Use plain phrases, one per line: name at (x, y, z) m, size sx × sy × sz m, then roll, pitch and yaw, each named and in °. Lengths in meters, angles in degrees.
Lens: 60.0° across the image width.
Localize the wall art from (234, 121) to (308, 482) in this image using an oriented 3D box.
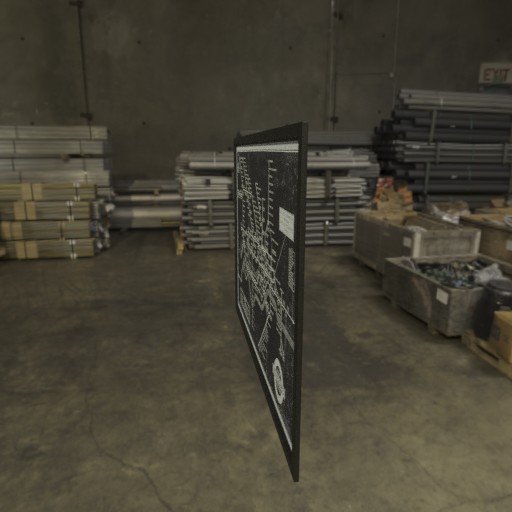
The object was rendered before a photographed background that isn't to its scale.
wall art at (0.000, 0.000, 1.516) m, size 0.013 × 0.811 × 1.192 m, roll -2°, pitch 14°, yaw -9°
